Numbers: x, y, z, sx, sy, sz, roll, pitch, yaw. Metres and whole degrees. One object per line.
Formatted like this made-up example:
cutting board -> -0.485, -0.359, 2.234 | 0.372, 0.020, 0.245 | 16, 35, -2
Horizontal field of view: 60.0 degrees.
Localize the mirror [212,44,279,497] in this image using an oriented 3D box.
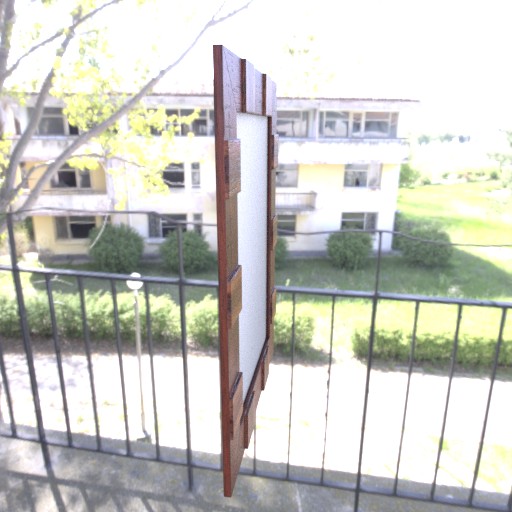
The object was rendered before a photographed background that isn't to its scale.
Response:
mirror -> 0.000, 0.000, 1.031 | 0.021, 0.805, 0.600 | 3, 16, 10
